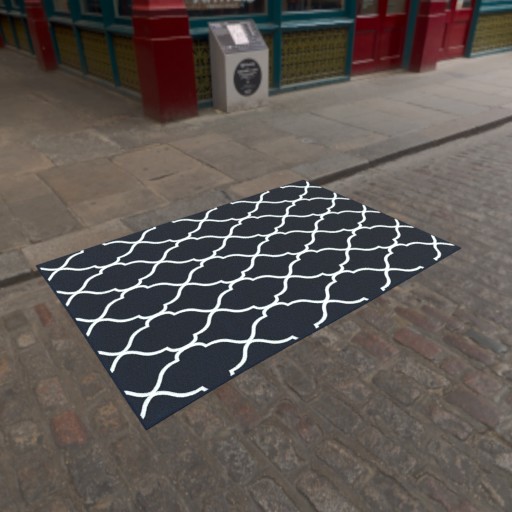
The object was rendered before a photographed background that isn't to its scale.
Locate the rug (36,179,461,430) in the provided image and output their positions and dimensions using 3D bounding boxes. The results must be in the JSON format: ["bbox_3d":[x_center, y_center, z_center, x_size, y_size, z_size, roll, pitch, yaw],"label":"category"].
[{"bbox_3d":[0.000,0.000,2.848,2.294,0.014,1.528,-22,38,-32],"label":"rug"}]
